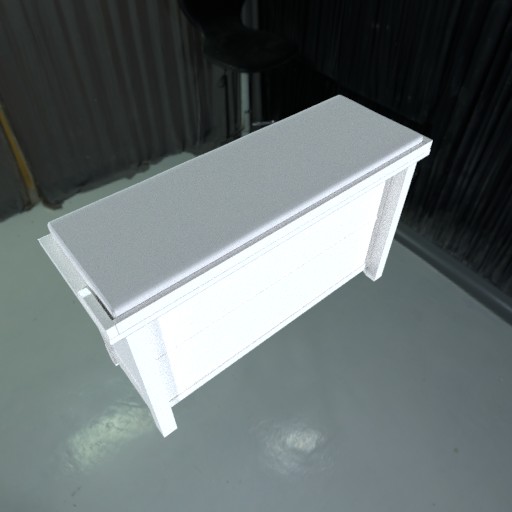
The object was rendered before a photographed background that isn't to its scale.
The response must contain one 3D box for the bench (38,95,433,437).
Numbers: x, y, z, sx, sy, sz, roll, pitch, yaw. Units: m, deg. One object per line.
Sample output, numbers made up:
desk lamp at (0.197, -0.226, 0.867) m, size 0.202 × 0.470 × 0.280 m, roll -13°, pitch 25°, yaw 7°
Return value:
bench at (0.000, 0.000, 1.300) m, size 0.987 × 0.589 × 0.346 m, roll -31°, pitch 54°, yaw -26°
